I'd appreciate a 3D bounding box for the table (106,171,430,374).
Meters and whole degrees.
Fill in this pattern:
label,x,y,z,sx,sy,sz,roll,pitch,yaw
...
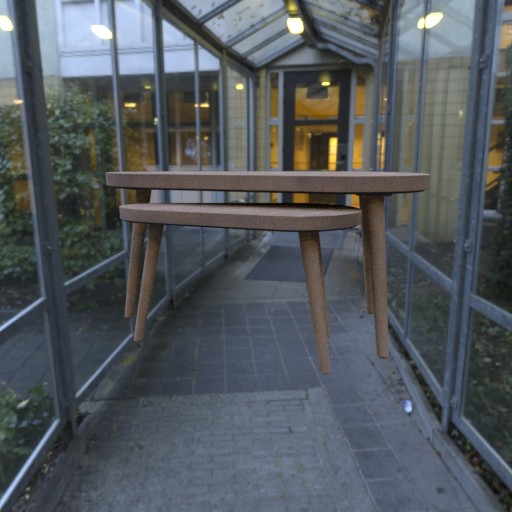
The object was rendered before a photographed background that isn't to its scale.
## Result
label,x,y,z,sx,sy,sz,roll,pitch,yaw
table,0.000,0.000,1.626,1.190,0.595,0.701,2,12,9
